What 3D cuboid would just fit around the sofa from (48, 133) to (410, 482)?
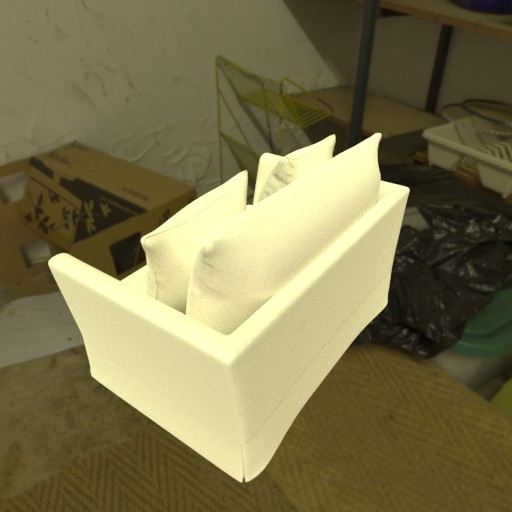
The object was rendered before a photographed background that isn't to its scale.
[{"bbox_3d":[0.000,0.000,2.249,1.026,1.039,1.608,21,38,29],"label":"sofa"}]
